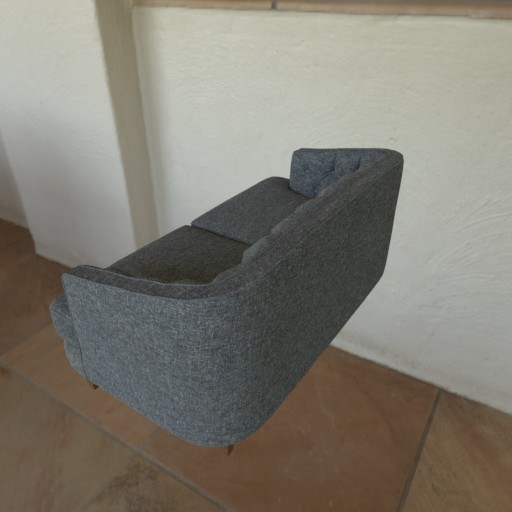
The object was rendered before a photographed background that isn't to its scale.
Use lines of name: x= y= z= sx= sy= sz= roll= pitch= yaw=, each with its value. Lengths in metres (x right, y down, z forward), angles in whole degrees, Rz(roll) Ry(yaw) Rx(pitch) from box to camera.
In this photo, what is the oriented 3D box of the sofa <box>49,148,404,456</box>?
sofa: x=0.000 y=0.000 z=2.200 sx=0.941 sy=0.855 sz=1.733 roll=20 pitch=37 yaw=29
